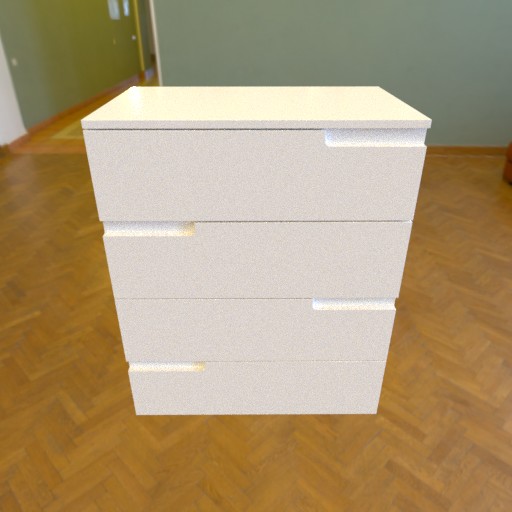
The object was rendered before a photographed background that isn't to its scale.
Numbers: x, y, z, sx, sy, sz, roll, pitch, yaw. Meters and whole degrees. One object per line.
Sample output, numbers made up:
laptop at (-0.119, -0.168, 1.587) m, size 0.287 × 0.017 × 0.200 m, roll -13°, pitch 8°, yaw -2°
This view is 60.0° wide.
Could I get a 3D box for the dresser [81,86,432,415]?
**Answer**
dresser at (0.000, 0.000, 1.189) m, size 0.650 × 0.800 × 0.400 m, roll 0°, pitch 29°, yaw 0°
